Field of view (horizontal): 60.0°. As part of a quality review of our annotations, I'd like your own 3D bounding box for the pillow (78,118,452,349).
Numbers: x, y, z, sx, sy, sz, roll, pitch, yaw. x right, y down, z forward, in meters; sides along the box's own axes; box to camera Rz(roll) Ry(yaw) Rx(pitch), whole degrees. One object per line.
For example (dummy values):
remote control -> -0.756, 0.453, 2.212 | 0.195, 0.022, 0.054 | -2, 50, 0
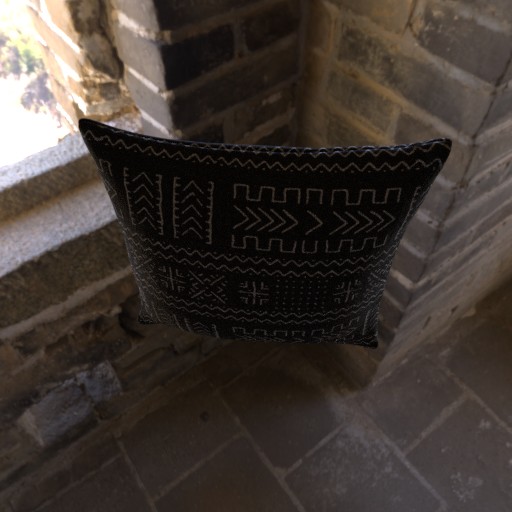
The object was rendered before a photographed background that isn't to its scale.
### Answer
pillow -> 0.000, 0.000, 0.658 | 0.438, 0.430, 0.164 | 5, 48, 5
